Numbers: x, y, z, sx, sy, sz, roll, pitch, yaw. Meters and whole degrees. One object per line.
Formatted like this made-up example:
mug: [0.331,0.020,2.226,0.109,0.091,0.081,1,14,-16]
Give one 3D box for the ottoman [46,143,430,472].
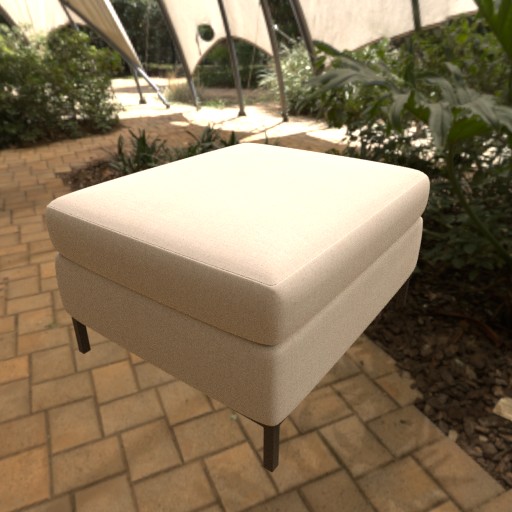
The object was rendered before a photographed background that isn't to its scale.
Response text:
ottoman: [0.000,0.000,1.178,0.657,0.453,0.794,18,32,32]
